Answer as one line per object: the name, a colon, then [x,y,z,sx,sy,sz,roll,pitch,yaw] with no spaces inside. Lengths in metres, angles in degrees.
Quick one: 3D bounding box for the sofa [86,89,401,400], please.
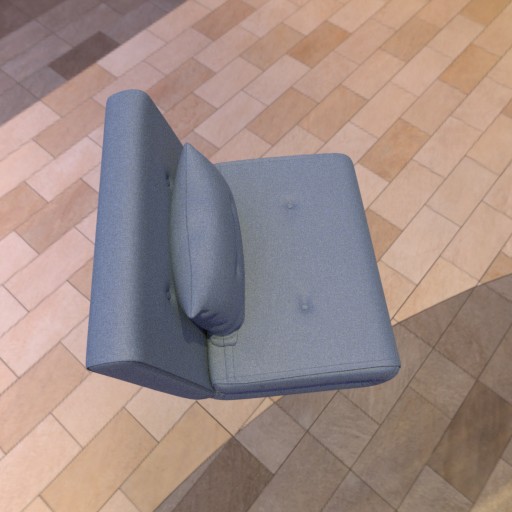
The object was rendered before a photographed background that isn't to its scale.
sofa: [0.000,0.000,1.740,0.996,0.860,0.999,-5,63,-2]
